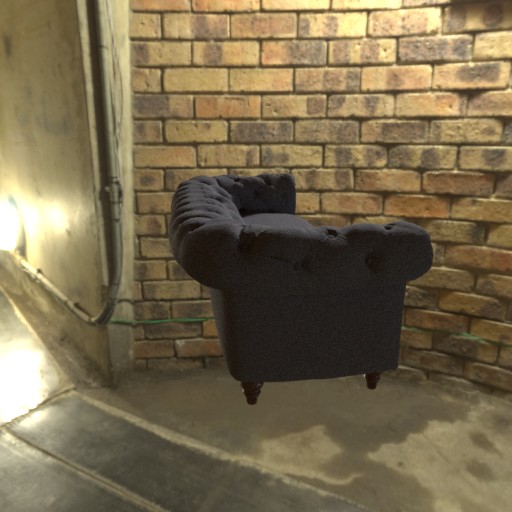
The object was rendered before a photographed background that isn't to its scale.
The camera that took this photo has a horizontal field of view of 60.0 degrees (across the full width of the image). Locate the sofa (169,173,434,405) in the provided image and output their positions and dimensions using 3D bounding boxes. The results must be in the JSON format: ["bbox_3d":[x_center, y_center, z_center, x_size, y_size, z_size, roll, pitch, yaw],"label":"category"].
[{"bbox_3d":[0.000,0.000,2.814,1.046,0.836,2.335,-3,16,-9],"label":"sofa"}]
